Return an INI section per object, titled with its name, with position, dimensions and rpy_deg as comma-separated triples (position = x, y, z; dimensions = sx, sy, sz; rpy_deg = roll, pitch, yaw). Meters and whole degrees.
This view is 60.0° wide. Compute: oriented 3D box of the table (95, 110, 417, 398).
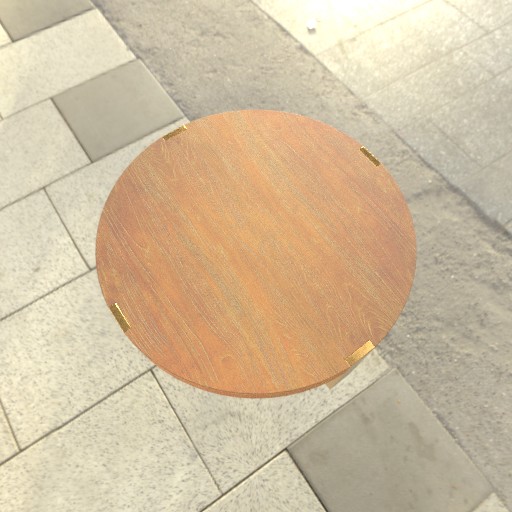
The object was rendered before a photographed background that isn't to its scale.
[table]
position = 0.000, 0.000, 1.730
dimensions = 1.100, 0.420, 1.100
rpy_deg = 0, 64, 0
